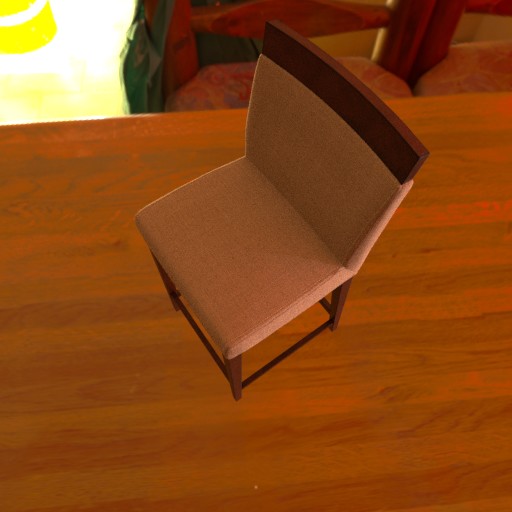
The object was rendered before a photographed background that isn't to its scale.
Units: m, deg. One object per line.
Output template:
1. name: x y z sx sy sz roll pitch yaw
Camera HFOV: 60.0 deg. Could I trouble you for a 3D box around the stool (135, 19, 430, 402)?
1. stool: 0.000 0.000 1.241 0.480 1.011 0.463 -32 67 -16
